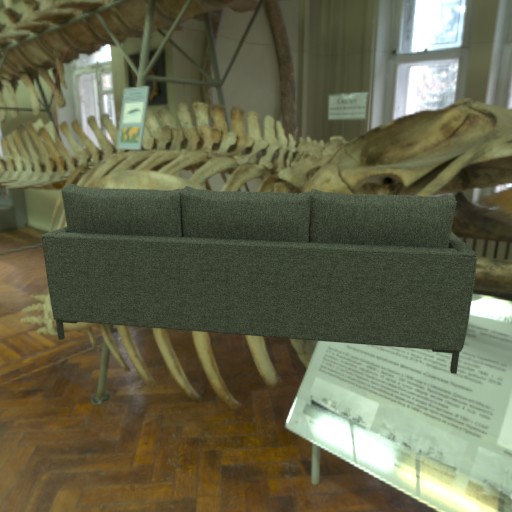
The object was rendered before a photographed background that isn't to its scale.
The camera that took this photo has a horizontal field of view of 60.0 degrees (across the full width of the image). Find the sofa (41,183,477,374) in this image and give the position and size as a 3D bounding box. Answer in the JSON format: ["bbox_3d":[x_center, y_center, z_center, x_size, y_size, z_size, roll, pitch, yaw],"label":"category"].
[{"bbox_3d":[0.000,0.000,2.674,2.253,0.879,0.876,3,16,10],"label":"sofa"}]
